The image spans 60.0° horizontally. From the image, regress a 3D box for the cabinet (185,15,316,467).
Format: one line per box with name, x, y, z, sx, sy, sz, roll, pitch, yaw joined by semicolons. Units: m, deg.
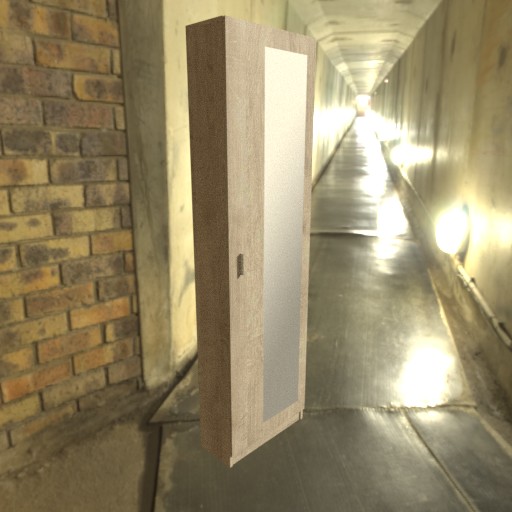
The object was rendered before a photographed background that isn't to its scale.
cabinet;0.000;0.000;1.942;0.230;1.790;0.500;14;20;43
